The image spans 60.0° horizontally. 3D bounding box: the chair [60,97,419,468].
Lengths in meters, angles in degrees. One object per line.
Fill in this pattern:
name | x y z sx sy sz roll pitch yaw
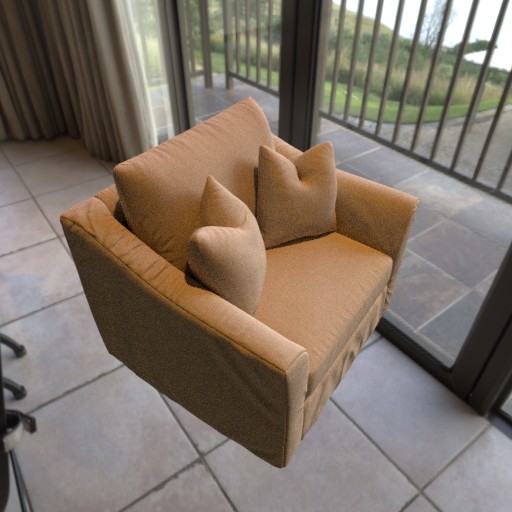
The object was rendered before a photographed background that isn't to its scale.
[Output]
chair | 0.000 0.000 2.052 1.071 1.093 1.194 24 46 26
